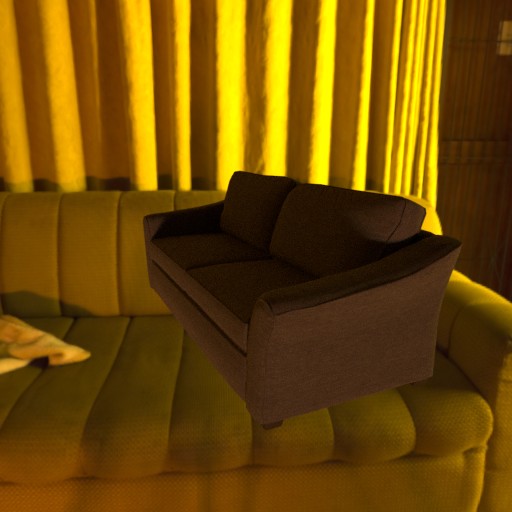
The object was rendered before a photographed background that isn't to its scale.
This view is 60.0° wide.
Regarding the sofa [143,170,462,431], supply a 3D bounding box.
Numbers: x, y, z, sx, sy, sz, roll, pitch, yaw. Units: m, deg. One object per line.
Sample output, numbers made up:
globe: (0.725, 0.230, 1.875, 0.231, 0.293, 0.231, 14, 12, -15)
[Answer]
sofa: (0.000, 0.000, 2.787, 0.971, 0.950, 2.270, -7, 16, -25)
